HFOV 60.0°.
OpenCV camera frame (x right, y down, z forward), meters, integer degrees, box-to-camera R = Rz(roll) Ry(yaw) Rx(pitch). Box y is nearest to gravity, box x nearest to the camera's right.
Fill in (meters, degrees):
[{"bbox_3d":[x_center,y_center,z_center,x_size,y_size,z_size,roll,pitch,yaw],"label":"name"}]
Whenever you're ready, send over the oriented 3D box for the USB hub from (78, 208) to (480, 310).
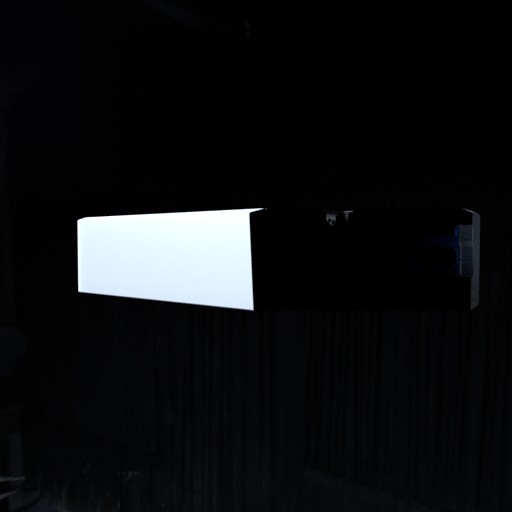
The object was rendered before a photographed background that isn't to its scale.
[{"bbox_3d":[0.000,0.000,0.126,0.110,0.023,0.044,1,2,34],"label":"USB hub"}]
